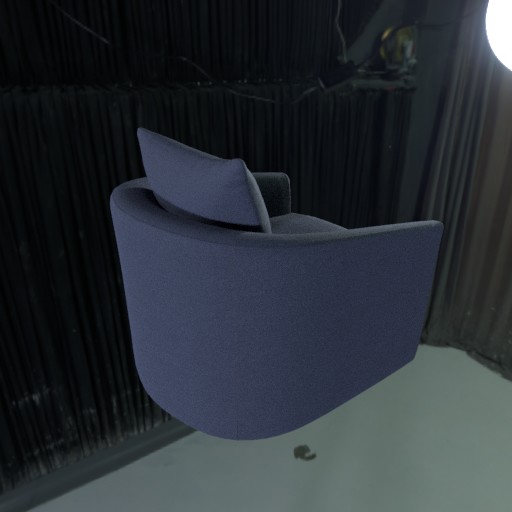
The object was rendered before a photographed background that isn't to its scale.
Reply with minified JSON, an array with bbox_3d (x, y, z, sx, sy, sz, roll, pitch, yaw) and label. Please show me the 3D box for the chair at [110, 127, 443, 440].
[{"bbox_3d":[0.000,0.000,1.540,0.910,0.848,0.845,-17,30,-33],"label":"chair"}]
